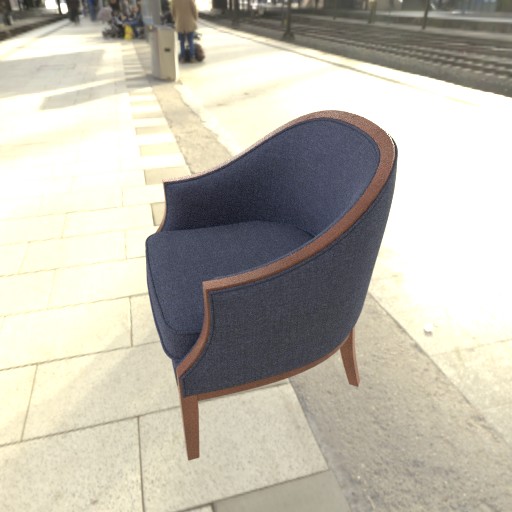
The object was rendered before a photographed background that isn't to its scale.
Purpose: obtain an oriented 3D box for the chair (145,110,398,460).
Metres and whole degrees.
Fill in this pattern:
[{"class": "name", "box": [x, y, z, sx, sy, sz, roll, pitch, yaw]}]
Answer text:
[{"class": "chair", "box": [0.000, 0.000, 1.506, 0.735, 0.876, 0.803, -9, 31, -15]}]
